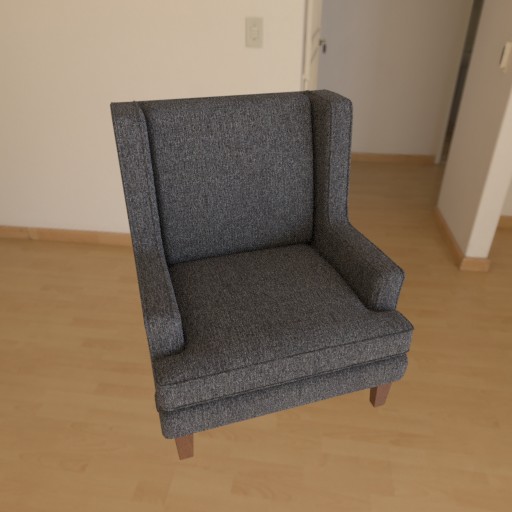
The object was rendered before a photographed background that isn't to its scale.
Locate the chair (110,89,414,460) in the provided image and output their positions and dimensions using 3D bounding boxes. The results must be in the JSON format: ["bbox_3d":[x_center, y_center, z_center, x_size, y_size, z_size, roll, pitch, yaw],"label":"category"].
[{"bbox_3d":[0.000,0.000,1.771,0.942,1.082,0.927,-9,32,-15],"label":"chair"}]
